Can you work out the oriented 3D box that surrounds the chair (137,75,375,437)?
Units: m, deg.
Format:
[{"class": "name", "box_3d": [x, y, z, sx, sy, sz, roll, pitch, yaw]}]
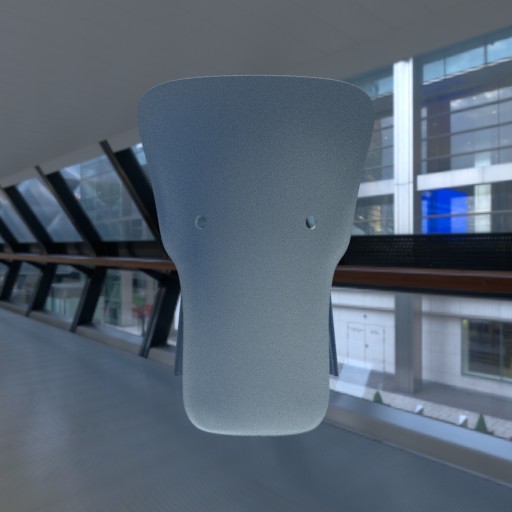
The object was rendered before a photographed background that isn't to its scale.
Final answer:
[{"class": "chair", "box_3d": [0.000, 0.000, 0.865, 0.451, 0.554, 0.402, 0, 0, 0]}]
